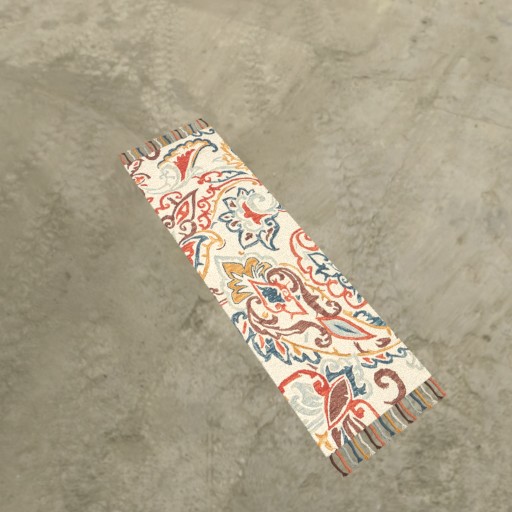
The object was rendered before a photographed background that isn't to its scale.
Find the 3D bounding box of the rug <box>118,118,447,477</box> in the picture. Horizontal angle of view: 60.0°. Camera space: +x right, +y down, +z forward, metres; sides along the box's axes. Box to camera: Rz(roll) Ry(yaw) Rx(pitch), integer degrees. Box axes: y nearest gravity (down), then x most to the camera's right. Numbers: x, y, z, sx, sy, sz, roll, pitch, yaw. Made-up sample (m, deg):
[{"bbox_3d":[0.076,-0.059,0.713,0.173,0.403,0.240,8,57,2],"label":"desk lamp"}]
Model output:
[{"bbox_3d":[0.000,0.000,2.929,0.763,0.015,2.682,-30,63,-17],"label":"rug"}]
